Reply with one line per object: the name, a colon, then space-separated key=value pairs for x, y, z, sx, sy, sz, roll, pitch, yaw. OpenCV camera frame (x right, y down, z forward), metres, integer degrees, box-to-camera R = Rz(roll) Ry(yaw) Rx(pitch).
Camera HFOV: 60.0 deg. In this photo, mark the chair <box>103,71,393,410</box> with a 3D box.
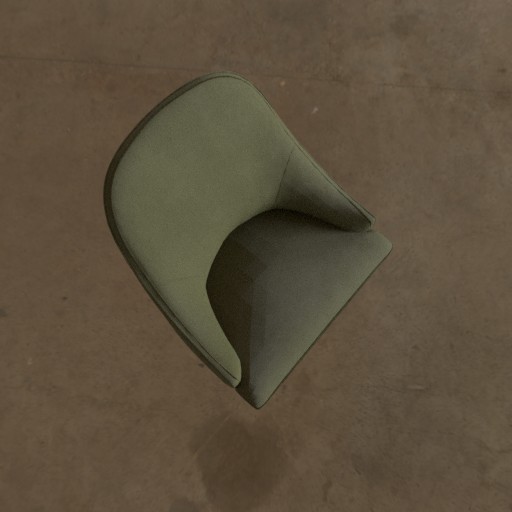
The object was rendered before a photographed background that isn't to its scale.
chair: x=0.000 y=0.000 z=1.268 sx=0.575 sy=0.889 sz=0.643 roll=40 pitch=78 yaw=11
